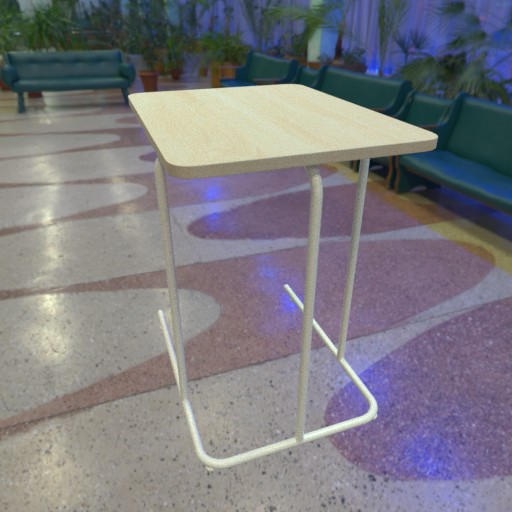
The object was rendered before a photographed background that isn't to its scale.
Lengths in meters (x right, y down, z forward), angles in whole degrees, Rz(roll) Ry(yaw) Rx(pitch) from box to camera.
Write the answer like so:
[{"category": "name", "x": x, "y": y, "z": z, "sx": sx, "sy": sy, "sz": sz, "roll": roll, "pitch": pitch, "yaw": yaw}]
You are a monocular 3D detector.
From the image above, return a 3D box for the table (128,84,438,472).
[{"category": "table", "x": 0.000, "y": 0.000, "z": 0.868, "sx": 0.370, "sy": 0.550, "sz": 0.480, "roll": -10, "pitch": 31, "yaw": -17}]
